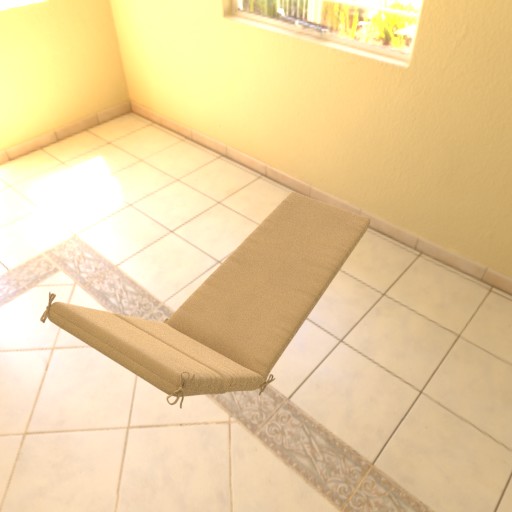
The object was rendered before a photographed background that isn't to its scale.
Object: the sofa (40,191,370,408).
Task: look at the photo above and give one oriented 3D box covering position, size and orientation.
[{"bbox_3d":[0.000,0.000,1.933,0.582,0.622,1.663,23,48,23],"label":"sofa"}]
